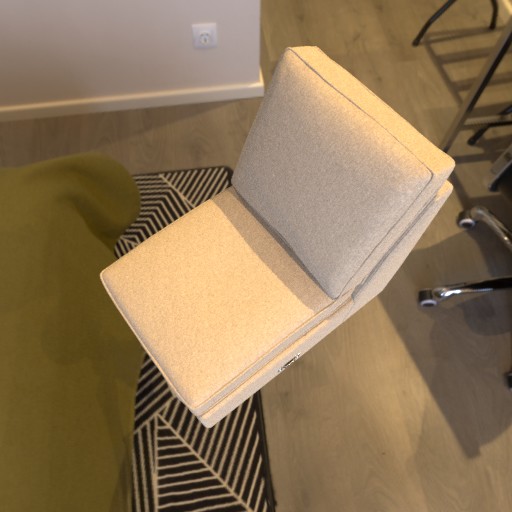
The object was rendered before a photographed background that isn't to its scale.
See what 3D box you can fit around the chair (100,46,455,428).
[{"bbox_3d":[0.000,0.000,1.632,1.020,1.058,0.674,-35,69,-16],"label":"chair"}]
